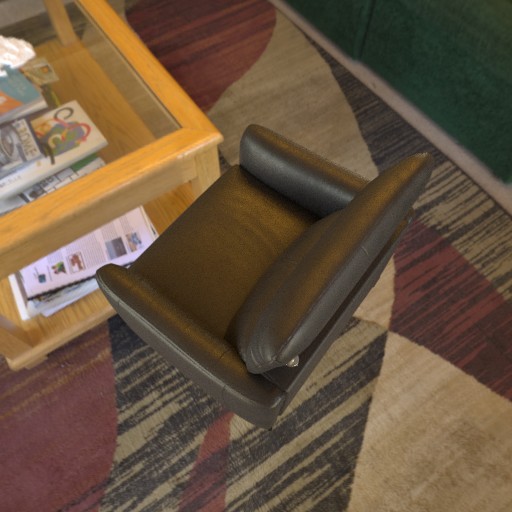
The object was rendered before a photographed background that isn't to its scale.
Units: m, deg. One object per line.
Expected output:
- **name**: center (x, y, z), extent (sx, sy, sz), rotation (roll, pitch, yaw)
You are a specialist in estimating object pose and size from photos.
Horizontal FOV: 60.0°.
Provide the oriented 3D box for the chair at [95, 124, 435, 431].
- **chair**: center (0.000, 0.000, 1.686), extent (0.809, 0.949, 0.976), rotation (34, 67, 17)
